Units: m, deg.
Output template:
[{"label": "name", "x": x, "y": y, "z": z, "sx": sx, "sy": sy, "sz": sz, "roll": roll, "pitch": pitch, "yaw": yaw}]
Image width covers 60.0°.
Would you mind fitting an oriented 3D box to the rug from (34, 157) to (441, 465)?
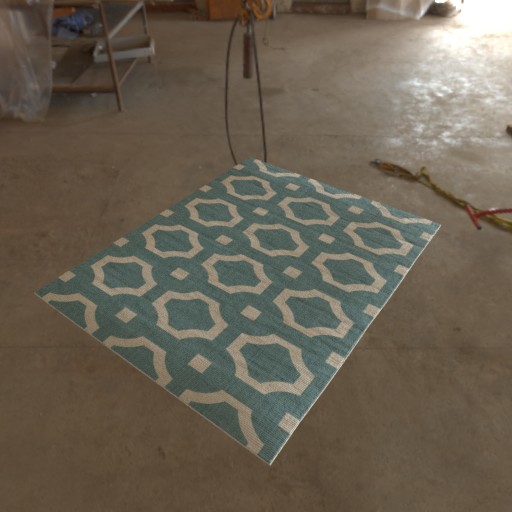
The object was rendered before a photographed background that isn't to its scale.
[{"label": "rug", "x": 0.000, "y": 0.000, "z": 4.160, "sx": 2.466, "sy": 0.021, "sz": 3.049, "roll": 25, "pitch": 46, "yaw": 27}]
